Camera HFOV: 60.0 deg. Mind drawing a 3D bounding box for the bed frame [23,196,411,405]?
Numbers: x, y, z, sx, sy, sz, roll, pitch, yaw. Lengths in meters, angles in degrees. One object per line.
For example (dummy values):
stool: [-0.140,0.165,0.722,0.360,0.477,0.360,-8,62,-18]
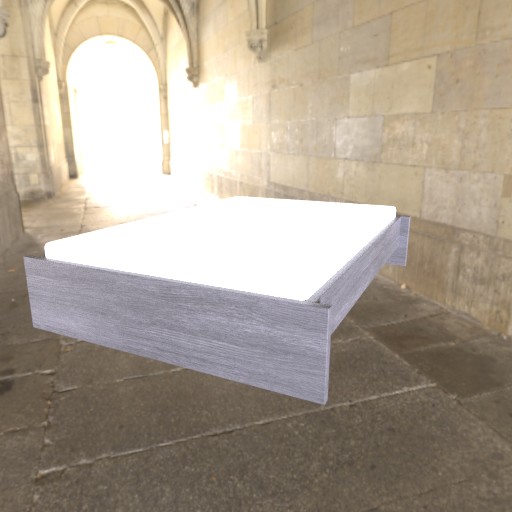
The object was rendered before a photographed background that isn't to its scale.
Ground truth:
bed frame: [0.000,0.000,2.657,1.490,0.432,1.950,7,17,25]
